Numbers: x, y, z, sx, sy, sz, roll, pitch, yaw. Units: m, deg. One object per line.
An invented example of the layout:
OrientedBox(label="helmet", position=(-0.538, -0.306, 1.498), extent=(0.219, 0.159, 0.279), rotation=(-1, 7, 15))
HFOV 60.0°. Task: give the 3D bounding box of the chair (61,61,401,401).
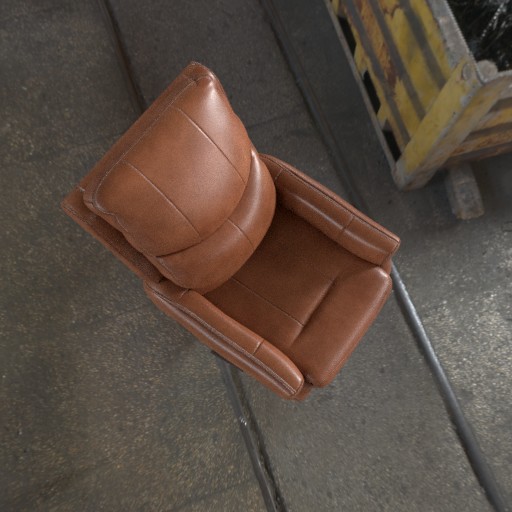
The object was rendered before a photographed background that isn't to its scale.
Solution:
OrientedBox(label="chair", position=(0.000, 0.000, 1.766), extent=(1.072, 1.016, 0.821), rotation=(36, 78, 9))
